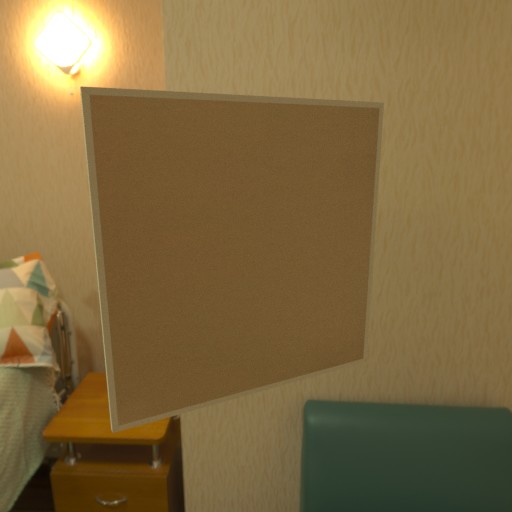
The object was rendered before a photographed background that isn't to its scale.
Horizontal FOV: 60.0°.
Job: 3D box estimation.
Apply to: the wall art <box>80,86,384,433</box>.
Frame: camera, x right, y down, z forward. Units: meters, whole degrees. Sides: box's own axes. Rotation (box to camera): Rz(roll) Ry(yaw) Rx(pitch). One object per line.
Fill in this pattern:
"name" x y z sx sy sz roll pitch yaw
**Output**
"wall art" 0.000 0.000 0.817 0.557 0.557 0.012 -7 16 -26
